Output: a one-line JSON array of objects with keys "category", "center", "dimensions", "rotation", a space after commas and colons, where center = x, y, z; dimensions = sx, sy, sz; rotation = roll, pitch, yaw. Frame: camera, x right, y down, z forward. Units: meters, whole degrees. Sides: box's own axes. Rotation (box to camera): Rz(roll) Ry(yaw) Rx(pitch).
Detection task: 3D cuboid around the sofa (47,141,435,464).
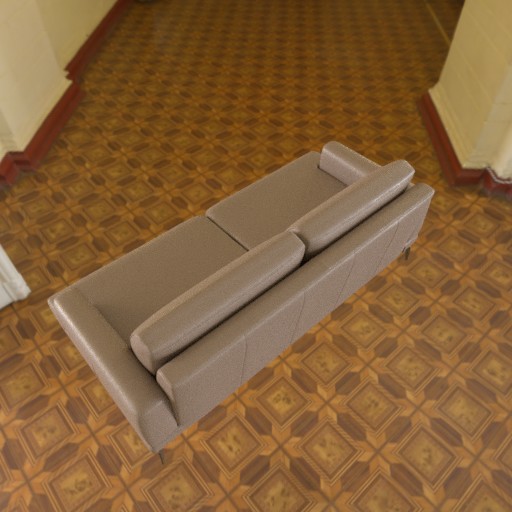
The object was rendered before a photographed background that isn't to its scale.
[{"category": "sofa", "center": [0.000, 0.000, 2.363], "dimensions": [1.940, 0.765, 0.974], "rotation": [-33, 56, -27]}]
